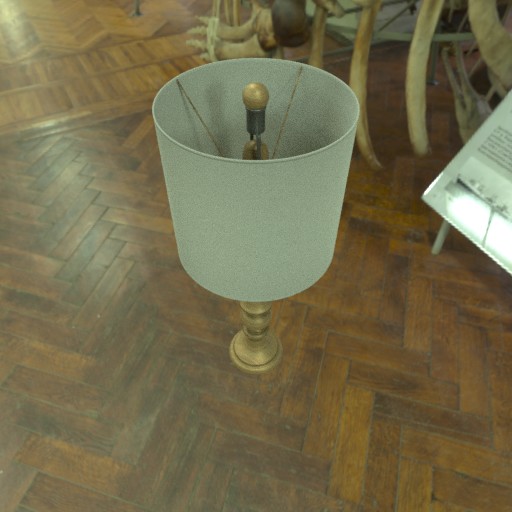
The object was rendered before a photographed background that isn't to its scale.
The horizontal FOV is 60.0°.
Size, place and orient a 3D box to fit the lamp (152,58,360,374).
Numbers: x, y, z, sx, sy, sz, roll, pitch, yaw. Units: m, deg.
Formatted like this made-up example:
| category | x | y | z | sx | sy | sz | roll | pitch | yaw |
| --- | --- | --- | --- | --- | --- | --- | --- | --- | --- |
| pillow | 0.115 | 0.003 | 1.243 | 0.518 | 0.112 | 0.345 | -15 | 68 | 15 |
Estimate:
| category | x | y | z | sx | sy | sz | roll | pitch | yaw |
| --- | --- | --- | --- | --- | --- | --- | --- | --- | --- |
| lamp | 0.000 | 0.000 | 0.742 | 0.250 | 0.597 | 0.250 | 24 | 51 | 21 |
